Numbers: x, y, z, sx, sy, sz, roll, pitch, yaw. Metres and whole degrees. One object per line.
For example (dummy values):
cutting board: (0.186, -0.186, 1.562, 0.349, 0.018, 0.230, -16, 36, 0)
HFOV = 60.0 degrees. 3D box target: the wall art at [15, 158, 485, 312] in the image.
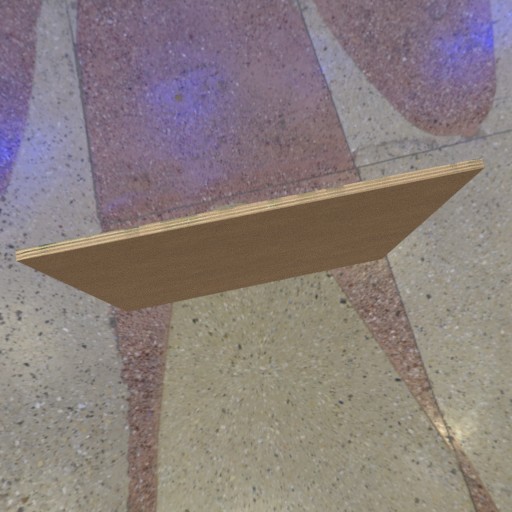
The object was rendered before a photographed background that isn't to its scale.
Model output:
wall art: (0.000, 0.000, 0.669, 0.508, 0.408, 0.012, -12, 76, -3)
